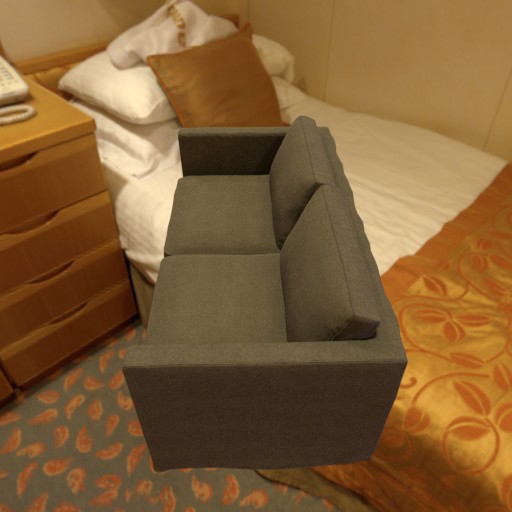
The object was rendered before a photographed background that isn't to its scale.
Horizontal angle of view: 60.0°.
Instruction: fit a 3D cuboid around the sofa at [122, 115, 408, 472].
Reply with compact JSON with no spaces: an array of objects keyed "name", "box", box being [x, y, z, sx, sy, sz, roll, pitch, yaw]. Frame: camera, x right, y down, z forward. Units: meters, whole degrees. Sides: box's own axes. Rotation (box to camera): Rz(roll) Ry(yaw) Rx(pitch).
[{"name":"sofa","box":[0.000,0.000,2.282,0.974,0.854,1.802,-1,41,-1]}]
